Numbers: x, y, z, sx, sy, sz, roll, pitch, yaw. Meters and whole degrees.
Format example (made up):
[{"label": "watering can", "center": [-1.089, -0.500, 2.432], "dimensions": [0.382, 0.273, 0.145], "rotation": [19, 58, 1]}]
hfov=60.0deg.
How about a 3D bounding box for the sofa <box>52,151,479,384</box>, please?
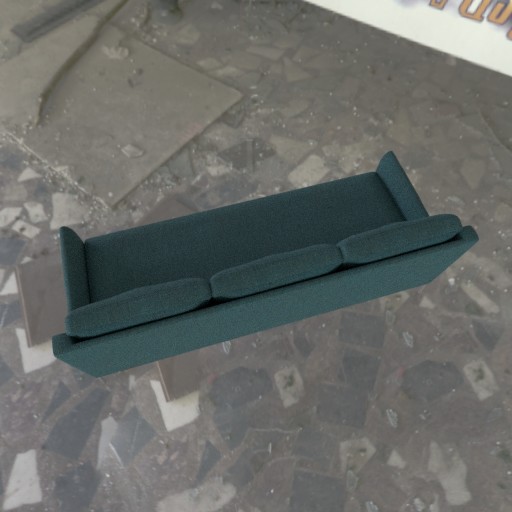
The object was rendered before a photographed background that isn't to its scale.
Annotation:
[{"label": "sofa", "center": [0.000, 0.000, 2.498], "dimensions": [2.060, 0.837, 0.849], "rotation": [-14, 59, -9]}]
